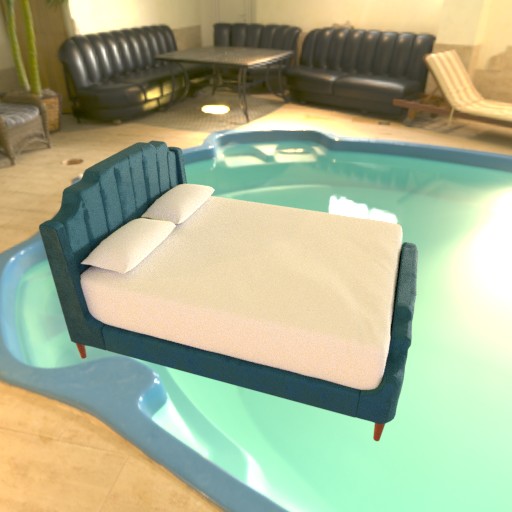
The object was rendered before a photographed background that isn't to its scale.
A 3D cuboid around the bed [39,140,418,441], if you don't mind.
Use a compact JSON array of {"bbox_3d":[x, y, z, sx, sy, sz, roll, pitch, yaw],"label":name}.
[{"bbox_3d":[0.000,0.000,3.355,2.322,1.338,1.678,10,33,16],"label":"bed"}]
